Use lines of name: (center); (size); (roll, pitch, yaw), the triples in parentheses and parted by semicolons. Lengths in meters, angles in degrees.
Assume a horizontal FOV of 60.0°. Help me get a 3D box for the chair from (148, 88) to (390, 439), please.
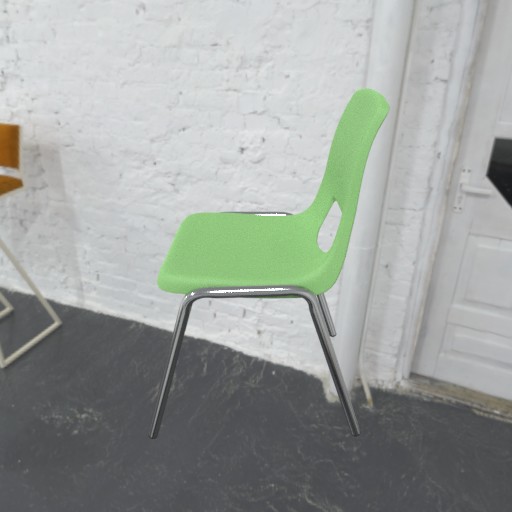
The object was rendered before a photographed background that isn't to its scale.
chair: (0.000, 0.000, 0.925); (0.436, 0.653, 0.381); (0, 26, 1)
